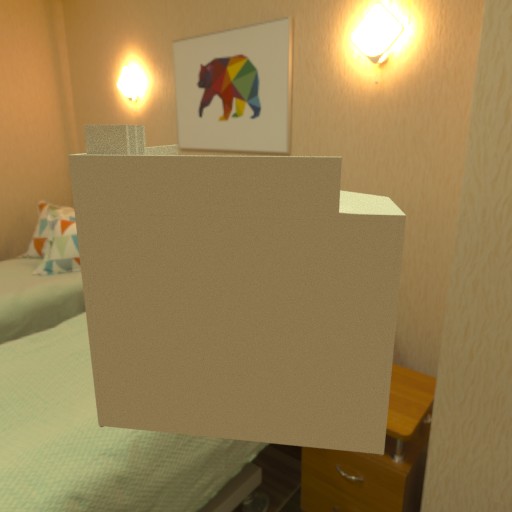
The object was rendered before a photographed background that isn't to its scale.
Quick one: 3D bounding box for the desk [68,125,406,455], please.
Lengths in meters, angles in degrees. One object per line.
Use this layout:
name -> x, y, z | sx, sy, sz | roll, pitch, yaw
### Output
desk -> 0.000, 0.000, 1.752 | 0.940, 0.986, 0.940 | 2, 16, 8
